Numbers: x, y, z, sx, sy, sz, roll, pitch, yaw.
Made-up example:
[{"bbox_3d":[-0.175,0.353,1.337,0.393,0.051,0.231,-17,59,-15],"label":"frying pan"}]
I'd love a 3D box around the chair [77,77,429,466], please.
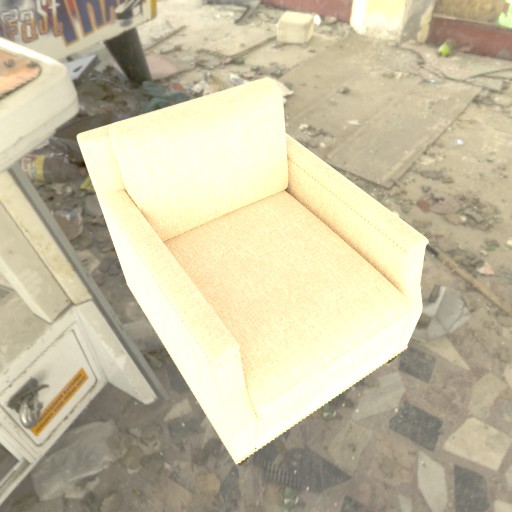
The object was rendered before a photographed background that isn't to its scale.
[{"bbox_3d":[0.000,0.000,1.709,0.838,0.940,1.041,-26,51,-23],"label":"chair"}]
